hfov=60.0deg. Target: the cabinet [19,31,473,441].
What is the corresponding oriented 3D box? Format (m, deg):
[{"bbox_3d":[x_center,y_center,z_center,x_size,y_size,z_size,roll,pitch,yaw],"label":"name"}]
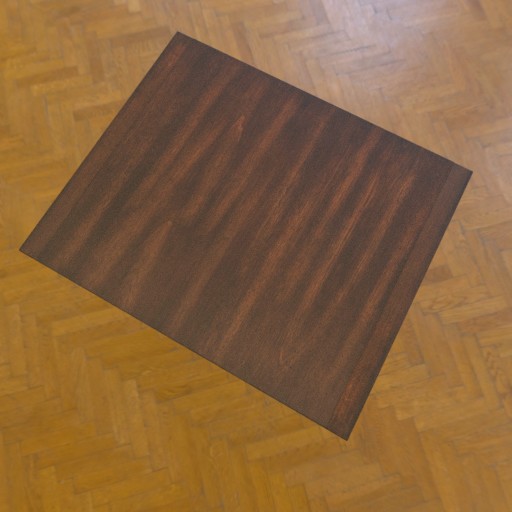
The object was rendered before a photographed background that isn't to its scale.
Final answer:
[{"bbox_3d":[0.000,0.000,0.823,0.500,0.455,0.402,28,77,7],"label":"cabinet"}]
